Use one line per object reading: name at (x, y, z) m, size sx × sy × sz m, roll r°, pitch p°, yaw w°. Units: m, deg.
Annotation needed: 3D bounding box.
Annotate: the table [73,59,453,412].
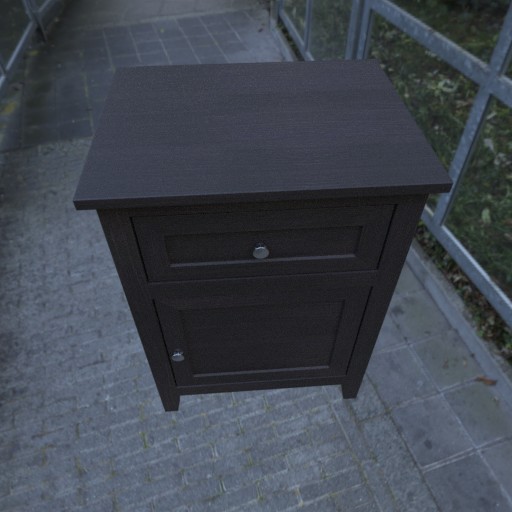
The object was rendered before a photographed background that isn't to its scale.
table at (0.000, 0.000, 0.916) m, size 0.480 × 0.635 × 0.381 m, roll -3°, pitch 47°, yaw -3°
